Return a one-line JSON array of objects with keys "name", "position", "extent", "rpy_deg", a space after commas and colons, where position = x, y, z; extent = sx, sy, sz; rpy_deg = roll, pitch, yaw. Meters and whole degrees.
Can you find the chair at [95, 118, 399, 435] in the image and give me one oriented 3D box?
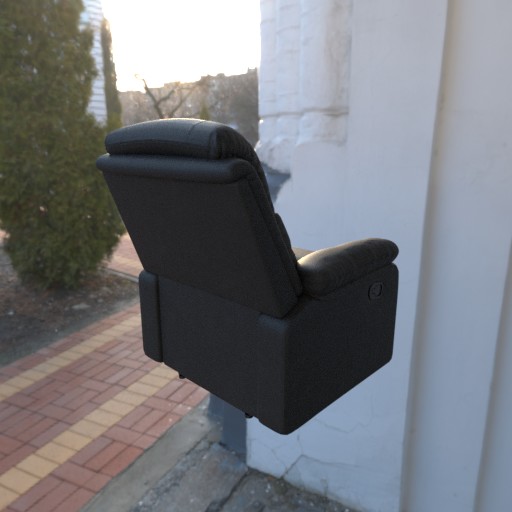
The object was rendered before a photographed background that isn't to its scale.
[{"name": "chair", "position": [0.000, 0.000, 1.712], "extent": [0.855, 0.992, 0.919], "rpy_deg": [14, 20, 42]}]
